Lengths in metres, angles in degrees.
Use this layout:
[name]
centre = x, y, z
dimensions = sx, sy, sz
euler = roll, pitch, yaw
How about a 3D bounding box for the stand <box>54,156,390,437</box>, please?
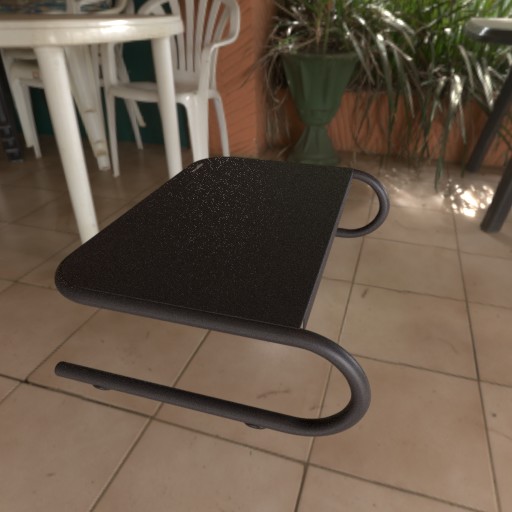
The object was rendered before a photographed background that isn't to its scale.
[stand]
centre = 0.000, 0.000, 0.503
dimensions = 0.280, 0.108, 0.370
euler = 9, 31, 14
